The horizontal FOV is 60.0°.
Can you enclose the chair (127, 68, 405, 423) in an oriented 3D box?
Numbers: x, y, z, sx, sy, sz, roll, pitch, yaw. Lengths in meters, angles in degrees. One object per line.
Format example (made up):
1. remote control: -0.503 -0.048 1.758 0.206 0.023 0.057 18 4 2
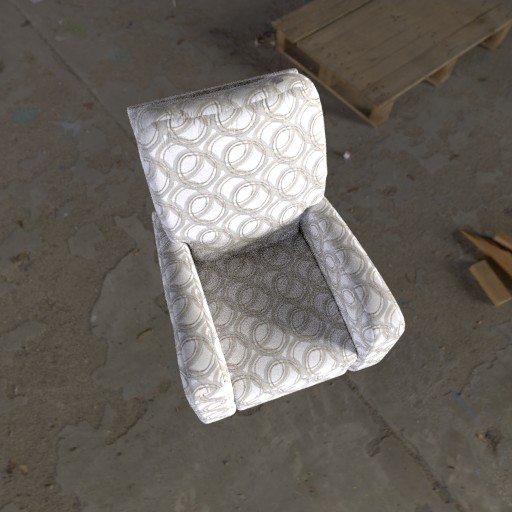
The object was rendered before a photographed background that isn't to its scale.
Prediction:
1. chair: 0.000 0.000 1.769 0.796 1.065 0.995 -17 63 -9
